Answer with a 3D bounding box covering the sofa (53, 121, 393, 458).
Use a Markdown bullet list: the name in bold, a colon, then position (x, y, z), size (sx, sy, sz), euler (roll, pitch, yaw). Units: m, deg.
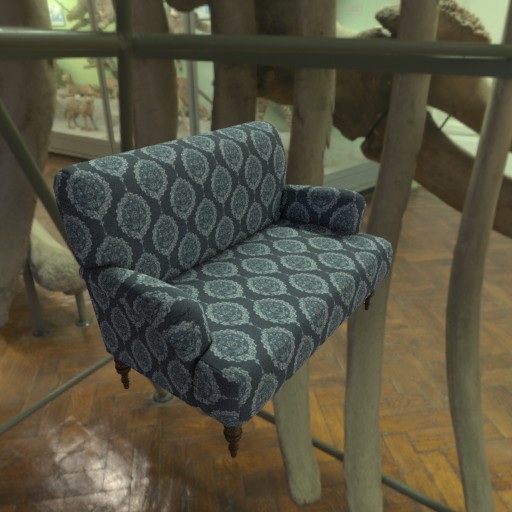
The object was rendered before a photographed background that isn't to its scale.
- **sofa**: position (0.000, 0.000, 1.821), size (0.779, 0.867, 1.297), euler (18, 32, 32)
